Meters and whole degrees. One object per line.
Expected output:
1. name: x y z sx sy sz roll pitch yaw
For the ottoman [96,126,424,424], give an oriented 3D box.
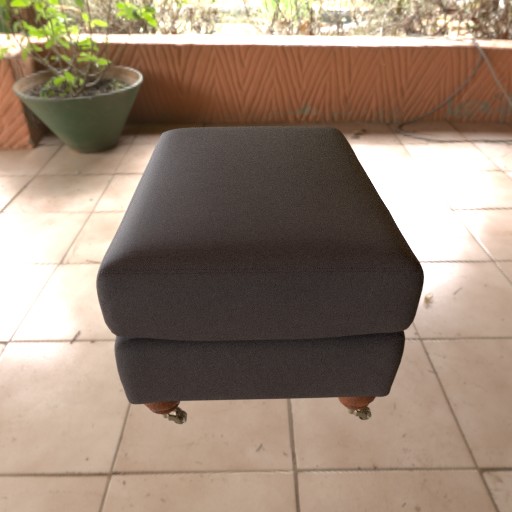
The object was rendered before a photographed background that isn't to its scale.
1. ottoman: 0.000 0.000 1.143 0.574 0.497 0.773 -1 33 -1
